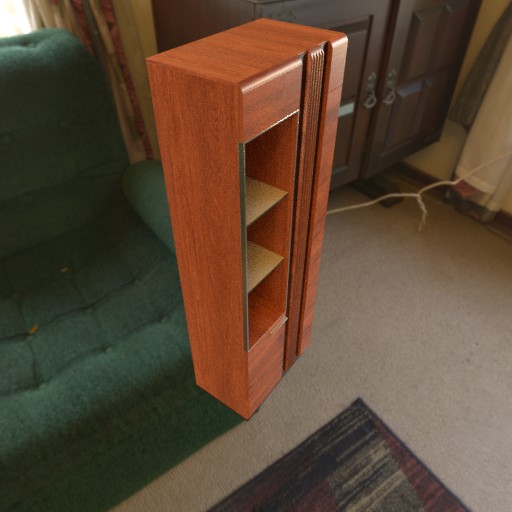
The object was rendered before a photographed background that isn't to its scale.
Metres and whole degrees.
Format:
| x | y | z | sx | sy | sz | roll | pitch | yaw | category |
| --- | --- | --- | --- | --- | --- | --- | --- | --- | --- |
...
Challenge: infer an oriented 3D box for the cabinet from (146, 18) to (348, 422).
| x | y | z | sx | sy | sz | roll | pitch | yaw | category |
| --- | --- | --- | --- | --- | --- | --- | --- | --- | --- |
| 0.000 | 0.000 | 2.223 | 0.420 | 1.980 | 0.660 | 26 | 47 | 27 | cabinet |
